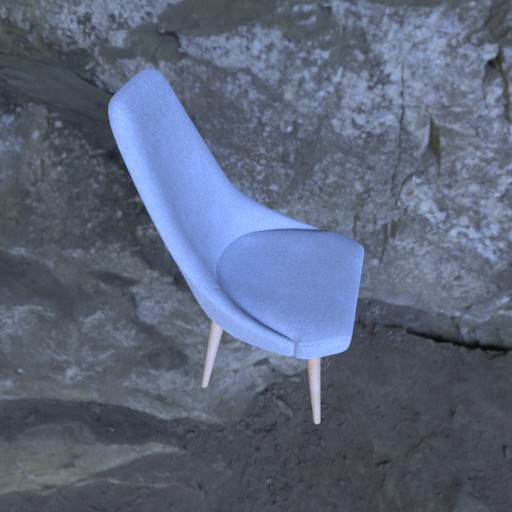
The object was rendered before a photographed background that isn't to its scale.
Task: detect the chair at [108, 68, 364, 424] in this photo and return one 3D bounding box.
[{"bbox_3d":[0.000,0.000,1.389,0.660,1.040,0.510,11,47,11],"label":"chair"}]
